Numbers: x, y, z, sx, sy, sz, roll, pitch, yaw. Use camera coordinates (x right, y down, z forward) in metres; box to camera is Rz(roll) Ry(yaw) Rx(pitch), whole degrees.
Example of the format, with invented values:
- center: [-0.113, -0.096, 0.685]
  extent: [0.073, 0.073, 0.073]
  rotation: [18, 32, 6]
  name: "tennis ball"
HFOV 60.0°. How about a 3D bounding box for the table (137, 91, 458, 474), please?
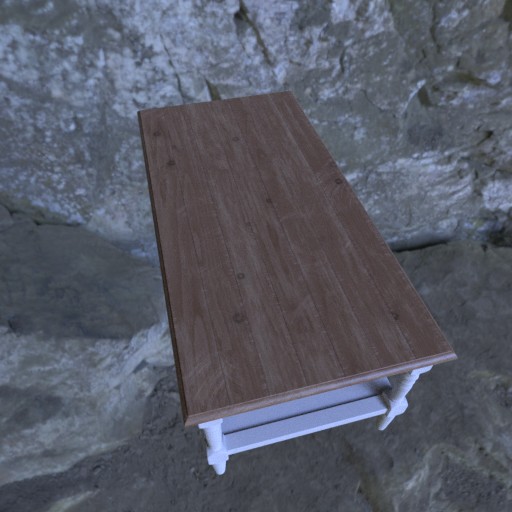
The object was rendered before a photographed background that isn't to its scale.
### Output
- center: [0.000, 0.000, 1.375]
  extent: [0.559, 0.458, 1.118]
  rotation: [-11, 49, -10]
  name: "table"
